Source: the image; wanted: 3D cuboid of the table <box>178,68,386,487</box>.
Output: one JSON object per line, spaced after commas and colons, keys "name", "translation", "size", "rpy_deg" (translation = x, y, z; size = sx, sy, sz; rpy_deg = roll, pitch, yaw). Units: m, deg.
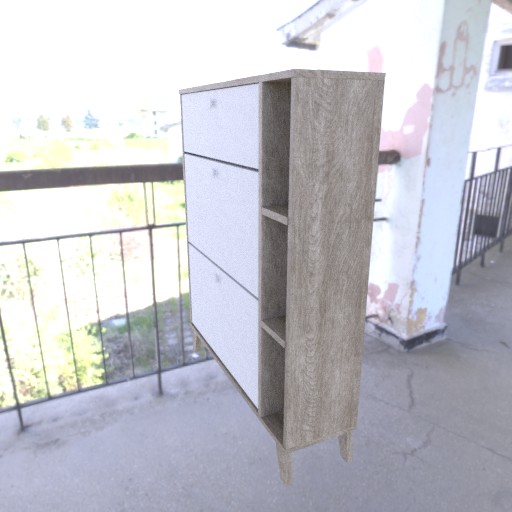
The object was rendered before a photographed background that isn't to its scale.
{"name": "table", "translation": [0.000, 0.000, 1.561], "size": [0.256, 1.135, 0.902], "rpy_deg": [-8, 19, -24]}
